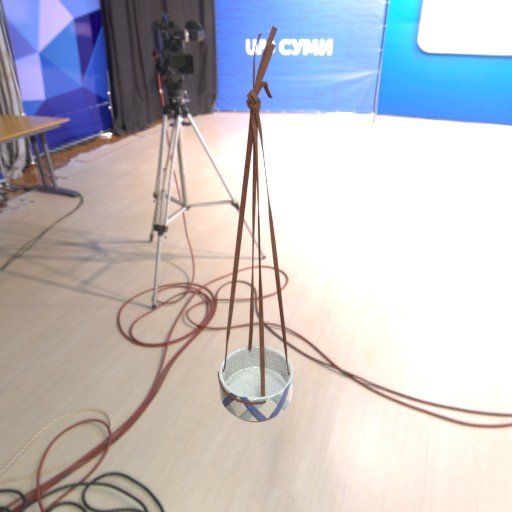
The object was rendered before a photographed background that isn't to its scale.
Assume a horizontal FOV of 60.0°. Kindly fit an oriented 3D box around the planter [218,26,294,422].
[{"bbox_3d":[0.000,0.000,0.819,0.166,0.751,0.166,-9,32,-15],"label":"planter"}]
